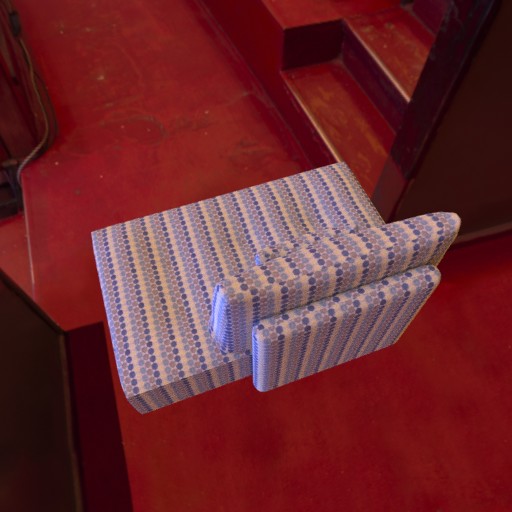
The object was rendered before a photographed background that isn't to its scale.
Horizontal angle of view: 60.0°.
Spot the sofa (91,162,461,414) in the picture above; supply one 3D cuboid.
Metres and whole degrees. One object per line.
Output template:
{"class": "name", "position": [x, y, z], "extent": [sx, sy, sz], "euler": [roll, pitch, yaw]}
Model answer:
{"class": "sofa", "position": [0.000, 0.000, 2.039], "extent": [1.450, 0.820, 1.000], "euler": [-17, 59, -11]}
